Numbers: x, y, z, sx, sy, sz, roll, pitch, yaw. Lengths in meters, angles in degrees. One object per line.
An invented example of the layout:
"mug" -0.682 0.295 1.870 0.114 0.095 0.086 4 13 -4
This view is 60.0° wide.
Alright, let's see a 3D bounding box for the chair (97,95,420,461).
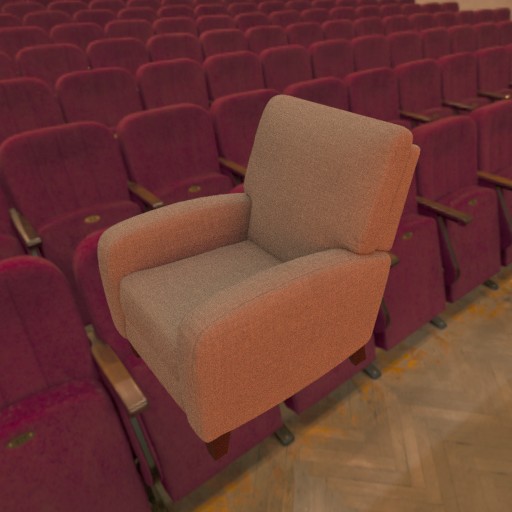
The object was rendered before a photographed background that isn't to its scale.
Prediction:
"chair" 0.000 0.000 1.682 0.990 0.990 0.762 -23 39 -31
